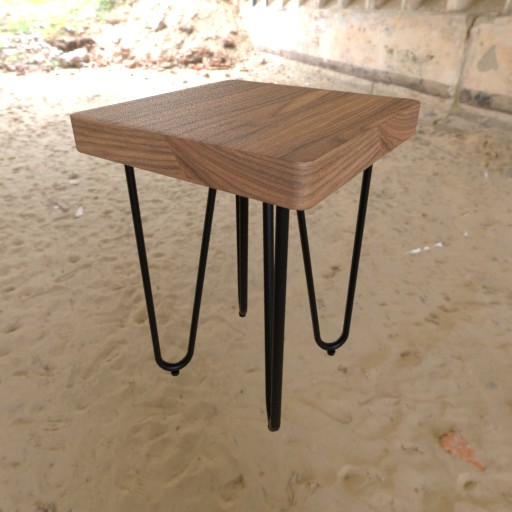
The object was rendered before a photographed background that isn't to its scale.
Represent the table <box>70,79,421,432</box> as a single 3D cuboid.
[{"bbox_3d":[0.000,0.000,0.984,0.479,0.641,0.480,19,35,29],"label":"table"}]
